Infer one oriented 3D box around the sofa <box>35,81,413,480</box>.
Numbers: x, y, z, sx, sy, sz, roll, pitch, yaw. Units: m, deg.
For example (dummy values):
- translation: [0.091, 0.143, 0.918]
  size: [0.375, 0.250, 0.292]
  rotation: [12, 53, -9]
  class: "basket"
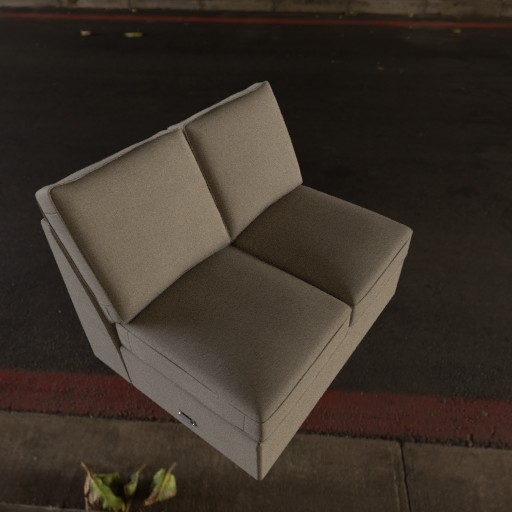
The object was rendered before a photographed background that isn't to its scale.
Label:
- translation: [0.000, 0.000, 1.908]
  size: [0.978, 1.006, 1.232]
  rotation: [26, 48, 27]
  class: "sofa"
